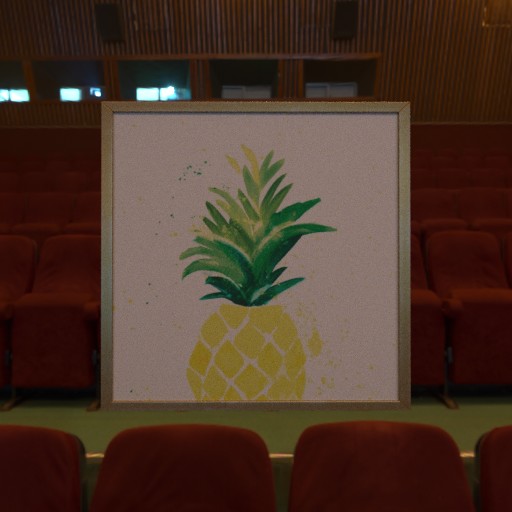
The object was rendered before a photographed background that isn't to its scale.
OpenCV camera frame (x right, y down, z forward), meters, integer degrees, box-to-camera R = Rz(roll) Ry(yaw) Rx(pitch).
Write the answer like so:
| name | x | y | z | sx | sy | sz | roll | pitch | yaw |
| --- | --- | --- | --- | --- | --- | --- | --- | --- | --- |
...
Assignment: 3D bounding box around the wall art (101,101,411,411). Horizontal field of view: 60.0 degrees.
| name | x | y | z | sx | sy | sz | roll | pitch | yaw |
| --- | --- | --- | --- | --- | --- | --- | --- | --- | --- |
| wall art | 0.000 | 0.000 | 0.747 | 0.510 | 0.509 | 0.033 | 0 | 0 | 0 |
